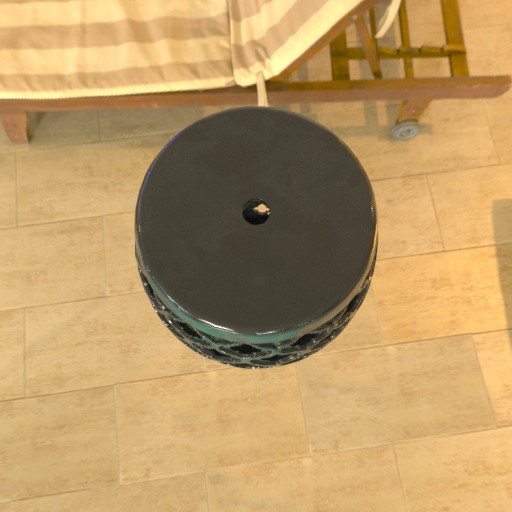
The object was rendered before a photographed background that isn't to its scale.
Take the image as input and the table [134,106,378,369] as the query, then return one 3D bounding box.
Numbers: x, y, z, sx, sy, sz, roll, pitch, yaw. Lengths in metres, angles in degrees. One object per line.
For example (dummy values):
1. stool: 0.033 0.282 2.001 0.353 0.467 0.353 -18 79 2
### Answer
1. table: 0.000 0.000 0.658 0.325 0.388 0.325 0 76 0
